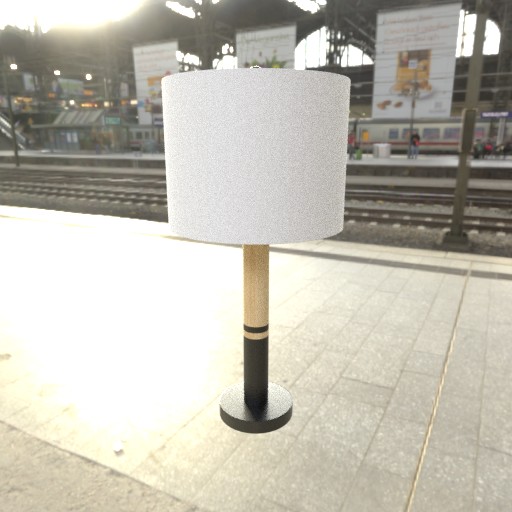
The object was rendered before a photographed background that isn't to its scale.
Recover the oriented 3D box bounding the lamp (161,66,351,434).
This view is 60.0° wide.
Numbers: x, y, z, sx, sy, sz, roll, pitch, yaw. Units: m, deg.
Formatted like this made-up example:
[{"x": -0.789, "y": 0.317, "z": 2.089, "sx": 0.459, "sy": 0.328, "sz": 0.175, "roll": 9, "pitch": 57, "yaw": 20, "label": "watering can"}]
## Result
[{"x": 0.000, "y": 0.000, "z": 0.804, "sx": 0.305, "sy": 0.640, "sz": 0.305, "roll": 7, "pitch": 16, "yaw": 25, "label": "lamp"}]
